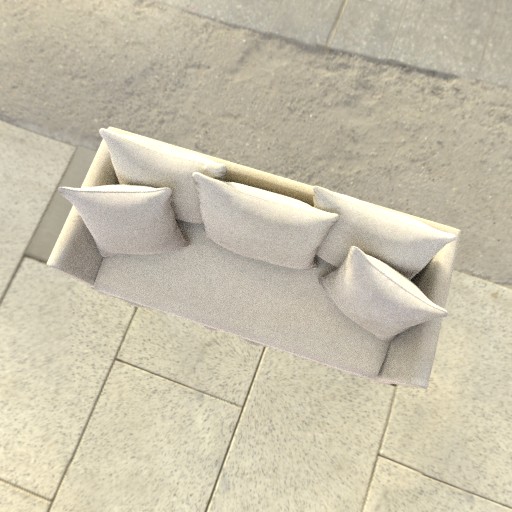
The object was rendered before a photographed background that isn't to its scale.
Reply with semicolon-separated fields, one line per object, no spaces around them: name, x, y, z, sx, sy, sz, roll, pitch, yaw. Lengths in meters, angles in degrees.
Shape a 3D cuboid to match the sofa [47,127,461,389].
sofa;0.000;0.000;2.835;2.290;1.034;1.031;17;76;4
